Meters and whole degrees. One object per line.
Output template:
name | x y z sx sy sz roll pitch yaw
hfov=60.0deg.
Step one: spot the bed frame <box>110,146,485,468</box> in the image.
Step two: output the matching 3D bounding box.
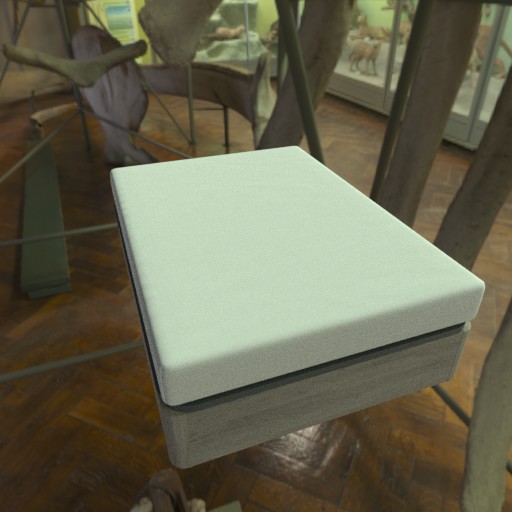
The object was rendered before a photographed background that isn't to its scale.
bed frame | 0.000 0.000 2.530 1.400 0.561 1.900 -11 34 -17
